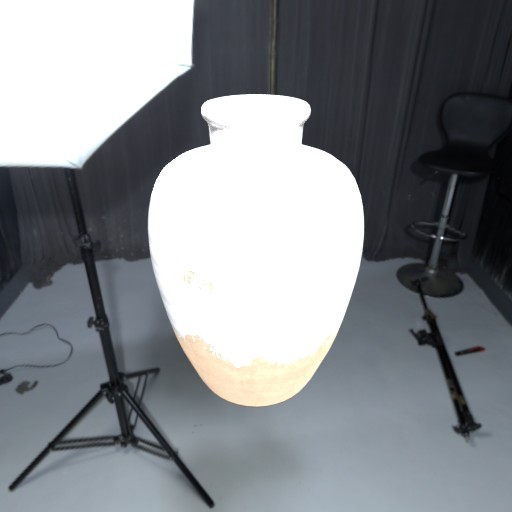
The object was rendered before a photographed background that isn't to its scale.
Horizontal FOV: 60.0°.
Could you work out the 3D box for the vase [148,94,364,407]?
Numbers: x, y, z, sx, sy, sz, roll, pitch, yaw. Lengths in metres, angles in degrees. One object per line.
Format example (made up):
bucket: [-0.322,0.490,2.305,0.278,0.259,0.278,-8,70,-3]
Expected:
vase: [0.000,0.000,0.345,0.158,0.228,0.158,0,29,0]
